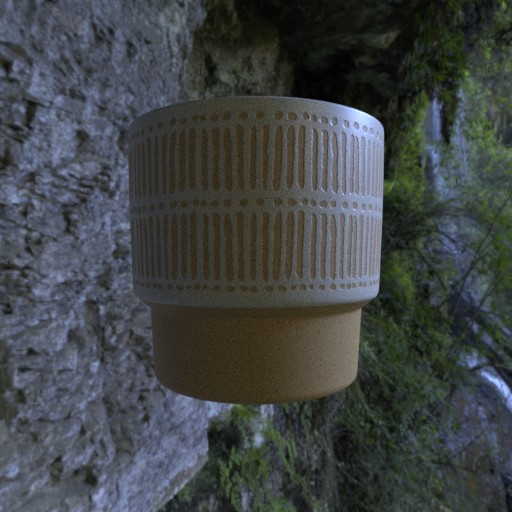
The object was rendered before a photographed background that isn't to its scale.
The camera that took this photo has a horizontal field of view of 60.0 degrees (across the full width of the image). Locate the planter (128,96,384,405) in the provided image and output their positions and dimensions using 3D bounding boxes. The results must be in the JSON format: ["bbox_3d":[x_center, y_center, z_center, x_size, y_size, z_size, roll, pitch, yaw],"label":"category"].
[{"bbox_3d":[0.000,0.000,0.572,0.317,0.303,0.317,0,0,0],"label":"planter"}]
